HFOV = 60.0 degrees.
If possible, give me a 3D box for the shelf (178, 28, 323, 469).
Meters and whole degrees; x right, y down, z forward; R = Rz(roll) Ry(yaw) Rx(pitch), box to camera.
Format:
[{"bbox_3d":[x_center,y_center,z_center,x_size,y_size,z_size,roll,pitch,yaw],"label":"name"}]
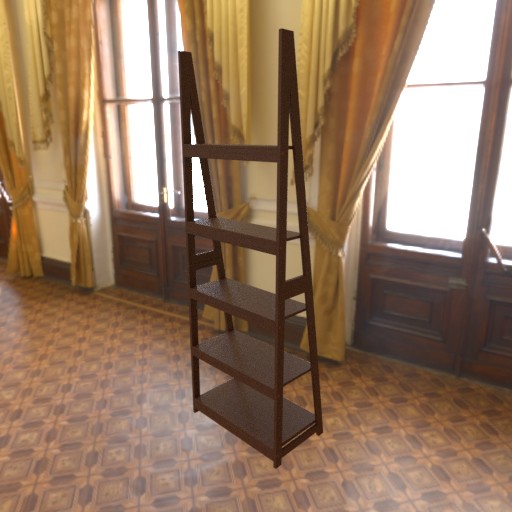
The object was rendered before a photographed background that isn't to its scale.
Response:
[{"bbox_3d":[0.000,0.000,2.045,0.600,1.770,0.350,15,21,43],"label":"shelf"}]
